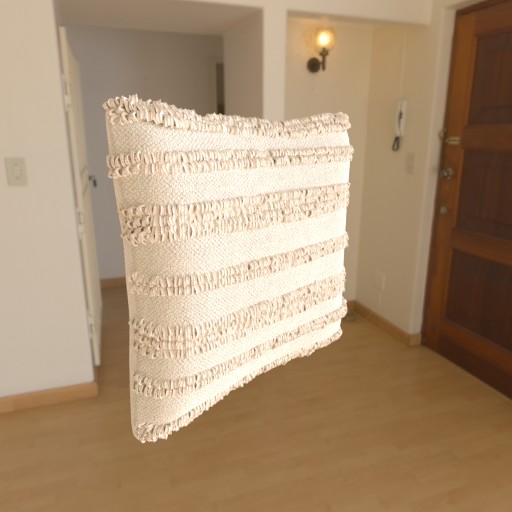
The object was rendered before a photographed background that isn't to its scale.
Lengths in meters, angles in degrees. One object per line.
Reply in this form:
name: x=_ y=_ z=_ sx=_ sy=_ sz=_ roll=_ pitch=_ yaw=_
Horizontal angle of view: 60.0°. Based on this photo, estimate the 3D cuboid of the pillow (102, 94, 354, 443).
pillow: x=0.000 y=0.000 z=0.652 sx=0.145 sy=0.427 sz=0.437 roll=15 pitch=21 yaw=43
